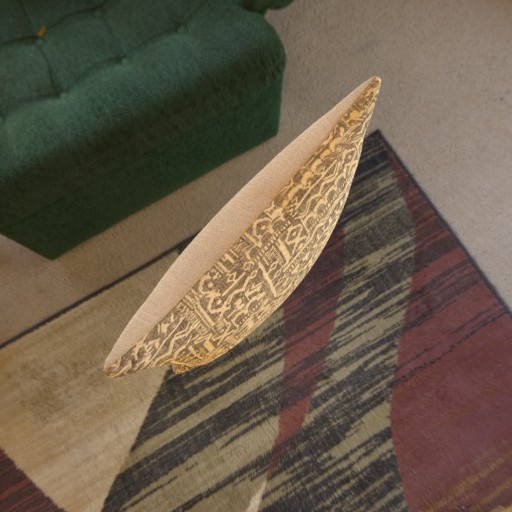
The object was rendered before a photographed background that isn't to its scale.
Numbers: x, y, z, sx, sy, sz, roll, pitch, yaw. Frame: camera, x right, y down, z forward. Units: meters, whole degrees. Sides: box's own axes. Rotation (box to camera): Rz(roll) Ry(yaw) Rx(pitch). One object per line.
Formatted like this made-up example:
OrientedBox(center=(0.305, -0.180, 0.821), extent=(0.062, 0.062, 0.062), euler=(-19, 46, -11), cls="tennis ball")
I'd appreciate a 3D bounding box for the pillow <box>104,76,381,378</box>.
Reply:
OrientedBox(center=(0.000, 0.000, 0.802), extent=(0.180, 0.487, 0.546), euler=(40, 79, 9), cls="pillow")
